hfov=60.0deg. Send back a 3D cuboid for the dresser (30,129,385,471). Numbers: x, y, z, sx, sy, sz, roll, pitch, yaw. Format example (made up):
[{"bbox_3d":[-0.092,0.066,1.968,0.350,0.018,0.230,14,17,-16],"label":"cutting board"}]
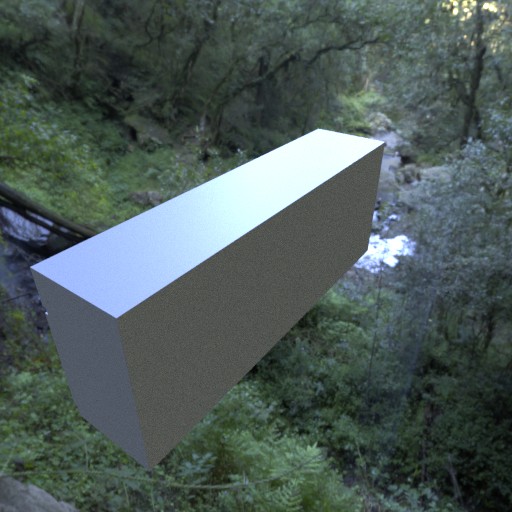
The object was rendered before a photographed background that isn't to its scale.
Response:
[{"bbox_3d":[0.000,0.000,2.517,0.500,0.840,2.200,21,38,30],"label":"dresser"}]
